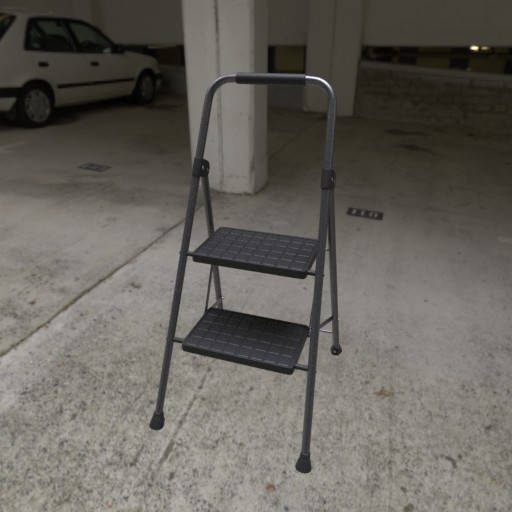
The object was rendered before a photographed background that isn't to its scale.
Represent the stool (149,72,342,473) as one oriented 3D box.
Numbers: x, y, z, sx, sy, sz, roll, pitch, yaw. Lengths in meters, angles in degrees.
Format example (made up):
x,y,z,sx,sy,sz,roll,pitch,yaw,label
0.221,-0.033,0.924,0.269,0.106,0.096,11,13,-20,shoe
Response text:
x,y,z,sx,sy,sz,roll,pitch,yaw,label
0.000,0.000,1.160,0.450,0.872,0.514,9,28,17,stool
